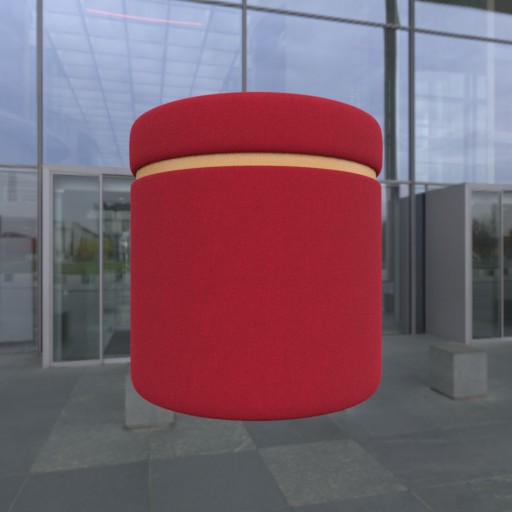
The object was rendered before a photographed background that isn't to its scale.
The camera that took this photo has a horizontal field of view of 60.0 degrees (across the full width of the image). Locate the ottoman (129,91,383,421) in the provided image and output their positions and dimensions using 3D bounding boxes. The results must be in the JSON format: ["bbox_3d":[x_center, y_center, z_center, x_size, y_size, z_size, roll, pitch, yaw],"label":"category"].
[{"bbox_3d":[0.000,0.000,0.726,0.400,0.406,0.400,0,0,0],"label":"ottoman"}]
